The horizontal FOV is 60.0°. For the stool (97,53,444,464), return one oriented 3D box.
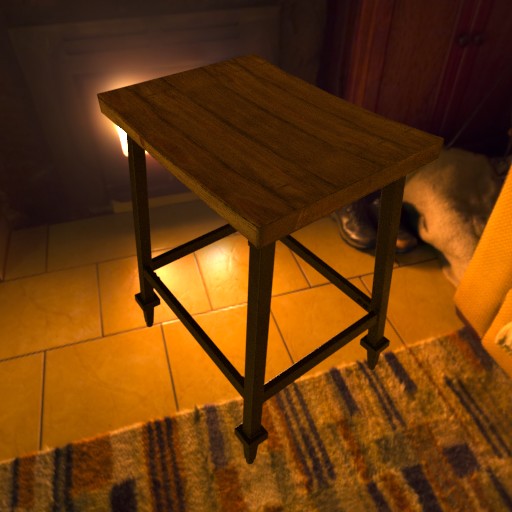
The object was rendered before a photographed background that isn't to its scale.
[{"bbox_3d":[0.000,0.000,0.930,0.405,0.625,0.486,-27,49,-26],"label":"stool"}]
